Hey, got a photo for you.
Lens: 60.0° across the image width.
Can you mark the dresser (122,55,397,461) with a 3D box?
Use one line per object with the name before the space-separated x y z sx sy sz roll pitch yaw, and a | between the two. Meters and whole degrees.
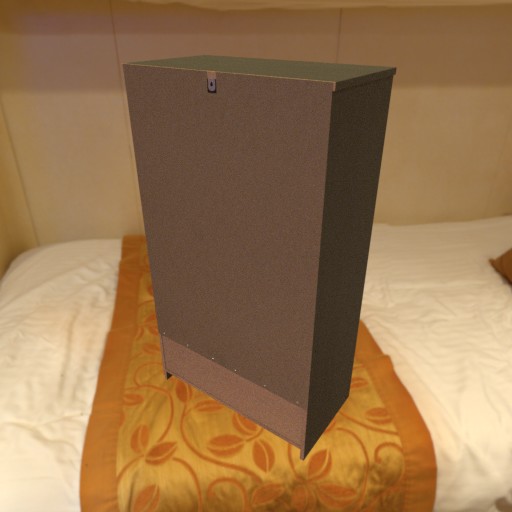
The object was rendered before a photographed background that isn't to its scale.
dresser | 0.000 0.000 1.578 0.704 1.255 0.399 19 34 31
